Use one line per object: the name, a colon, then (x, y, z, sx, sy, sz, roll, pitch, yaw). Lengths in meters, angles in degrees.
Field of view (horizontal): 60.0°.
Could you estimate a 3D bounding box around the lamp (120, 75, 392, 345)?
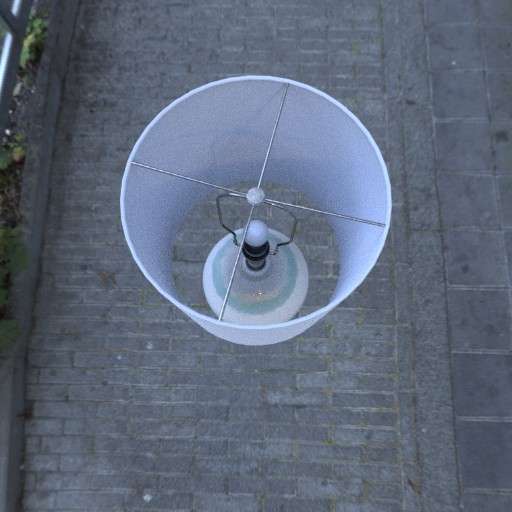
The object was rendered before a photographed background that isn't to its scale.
lamp: (0.000, 0.000, 0.549, 0.217, 0.404, 0.217, 15, 76, 4)
